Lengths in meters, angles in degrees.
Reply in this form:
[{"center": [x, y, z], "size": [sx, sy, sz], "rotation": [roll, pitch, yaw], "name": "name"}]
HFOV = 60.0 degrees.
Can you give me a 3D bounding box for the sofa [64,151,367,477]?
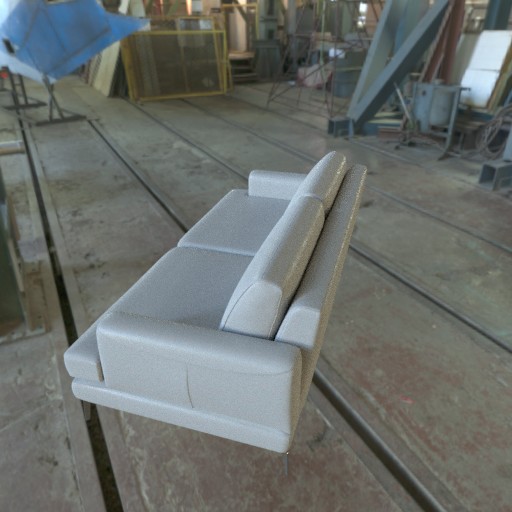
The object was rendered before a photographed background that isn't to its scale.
[{"center": [0.000, 0.000, 2.366], "size": [0.974, 0.765, 1.940], "rotation": [8, 30, 15], "name": "sofa"}]
